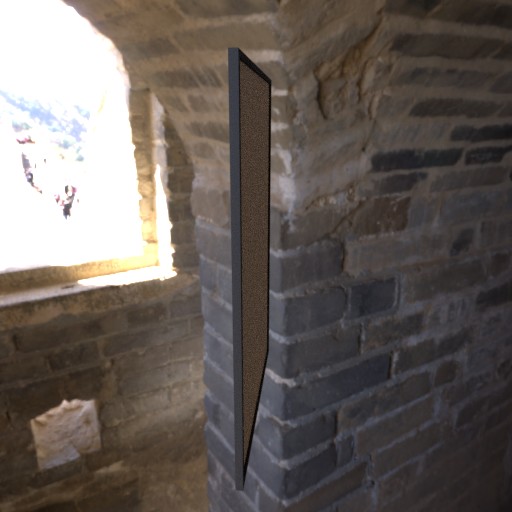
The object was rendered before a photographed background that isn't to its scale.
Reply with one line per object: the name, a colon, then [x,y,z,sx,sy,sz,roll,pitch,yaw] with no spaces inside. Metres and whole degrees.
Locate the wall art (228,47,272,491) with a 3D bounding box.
wall art: [0.000,0.000,0.844,0.013,0.660,0.460,2,17,7]
